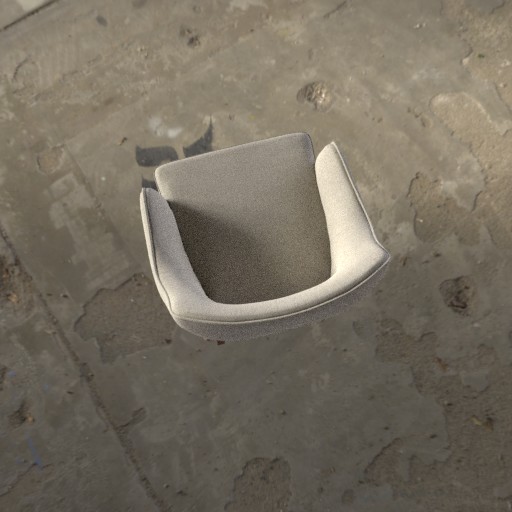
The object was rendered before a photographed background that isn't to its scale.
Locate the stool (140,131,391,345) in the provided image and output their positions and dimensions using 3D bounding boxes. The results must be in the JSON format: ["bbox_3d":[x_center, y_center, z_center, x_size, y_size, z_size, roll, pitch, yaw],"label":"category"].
[{"bbox_3d":[0.000,0.000,1.373,0.550,1.041,0.560,-14,75,-4],"label":"stool"}]
